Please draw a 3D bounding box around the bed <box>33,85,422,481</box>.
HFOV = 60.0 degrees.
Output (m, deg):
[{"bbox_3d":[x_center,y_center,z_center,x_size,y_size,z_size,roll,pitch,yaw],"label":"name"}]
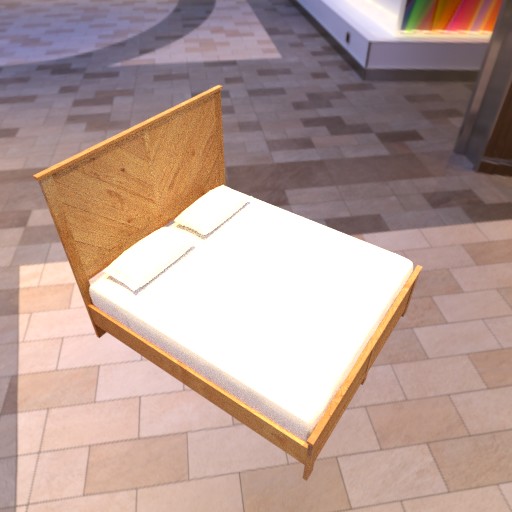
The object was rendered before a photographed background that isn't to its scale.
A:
[{"bbox_3d":[0.000,0.000,4.109,2.530,1.938,2.225,25,47,25],"label":"bed"}]
